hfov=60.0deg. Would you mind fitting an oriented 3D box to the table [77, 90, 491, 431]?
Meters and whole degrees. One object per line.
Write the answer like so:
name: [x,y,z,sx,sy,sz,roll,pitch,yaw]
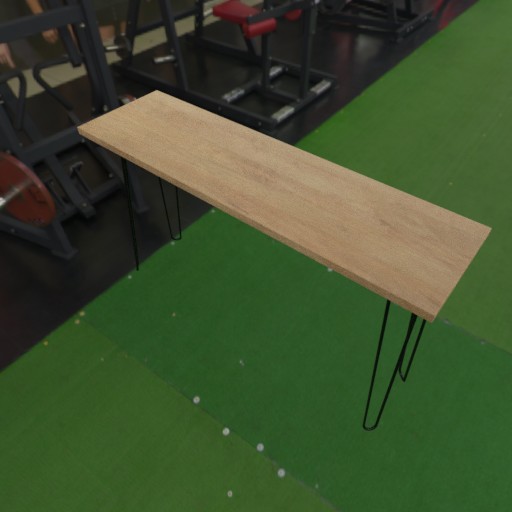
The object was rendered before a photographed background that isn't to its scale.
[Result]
table: [0.000,0.000,1.742,1.400,0.799,0.399,30,52,26]
